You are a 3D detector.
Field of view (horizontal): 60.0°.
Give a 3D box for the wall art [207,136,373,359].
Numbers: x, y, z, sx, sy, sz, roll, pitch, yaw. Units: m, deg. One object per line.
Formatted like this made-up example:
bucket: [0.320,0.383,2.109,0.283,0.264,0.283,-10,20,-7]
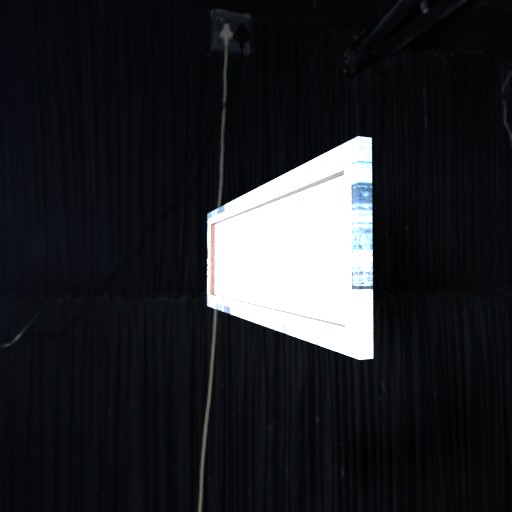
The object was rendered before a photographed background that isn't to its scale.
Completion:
wall art: [0.000,0.000,1.731,0.037,0.509,1.524,1,-2,-19]
